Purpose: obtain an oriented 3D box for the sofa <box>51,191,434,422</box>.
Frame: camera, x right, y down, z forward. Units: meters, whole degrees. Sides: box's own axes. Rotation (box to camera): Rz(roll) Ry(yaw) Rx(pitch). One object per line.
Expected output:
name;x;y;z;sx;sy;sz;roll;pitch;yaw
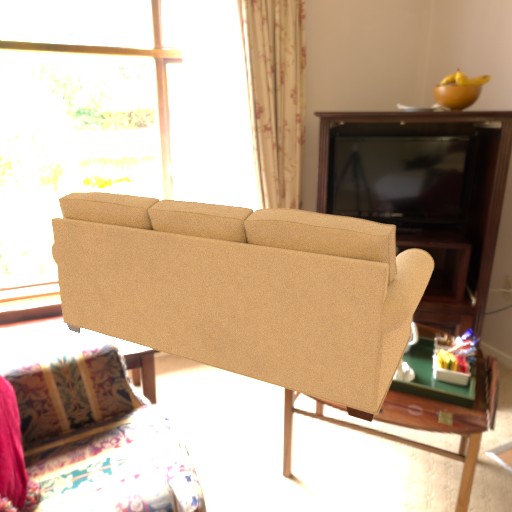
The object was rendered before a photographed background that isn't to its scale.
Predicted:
sofa;0.000;0.000;2.374;1.770;0.734;1.226;9;19;27
